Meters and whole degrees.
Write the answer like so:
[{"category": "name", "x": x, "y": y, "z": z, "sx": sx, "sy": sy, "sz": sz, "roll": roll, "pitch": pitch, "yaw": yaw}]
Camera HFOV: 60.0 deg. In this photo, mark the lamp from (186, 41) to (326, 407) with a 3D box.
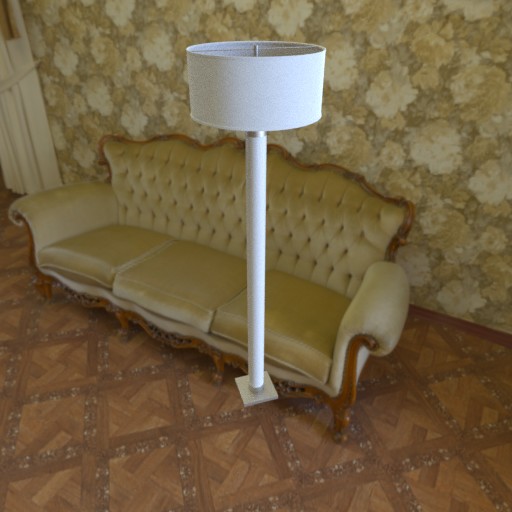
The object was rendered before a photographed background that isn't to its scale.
[{"category": "lamp", "x": 0.000, "y": 0.000, "z": 1.707, "sx": 0.420, "sy": 1.475, "sz": 0.420, "roll": -9, "pitch": 32, "yaw": -15}]
